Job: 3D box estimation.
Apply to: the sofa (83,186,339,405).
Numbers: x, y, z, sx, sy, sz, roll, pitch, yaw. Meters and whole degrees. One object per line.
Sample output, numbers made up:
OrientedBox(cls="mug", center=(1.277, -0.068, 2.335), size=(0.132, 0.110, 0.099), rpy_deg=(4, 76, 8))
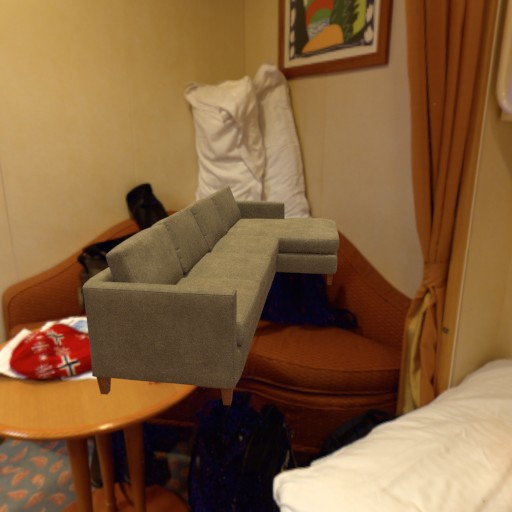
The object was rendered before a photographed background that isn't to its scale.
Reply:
OrientedBox(cls="sofa", center=(0.000, 0.000, 4.180), size=(1.604, 0.950, 3.471), rpy_deg=(2, 16, 8))
